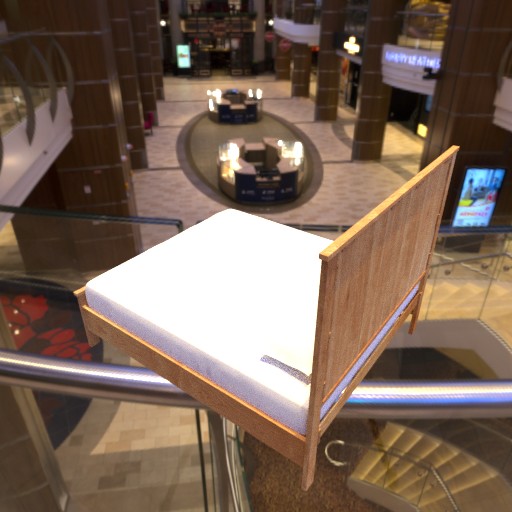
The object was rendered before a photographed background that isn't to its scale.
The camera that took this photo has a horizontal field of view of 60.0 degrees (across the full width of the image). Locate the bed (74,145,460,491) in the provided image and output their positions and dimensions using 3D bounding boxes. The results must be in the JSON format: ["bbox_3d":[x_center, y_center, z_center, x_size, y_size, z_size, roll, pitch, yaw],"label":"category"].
[{"bbox_3d":[0.000,0.000,4.034,2.530,1.938,2.225,21,36,31],"label":"bed"}]
